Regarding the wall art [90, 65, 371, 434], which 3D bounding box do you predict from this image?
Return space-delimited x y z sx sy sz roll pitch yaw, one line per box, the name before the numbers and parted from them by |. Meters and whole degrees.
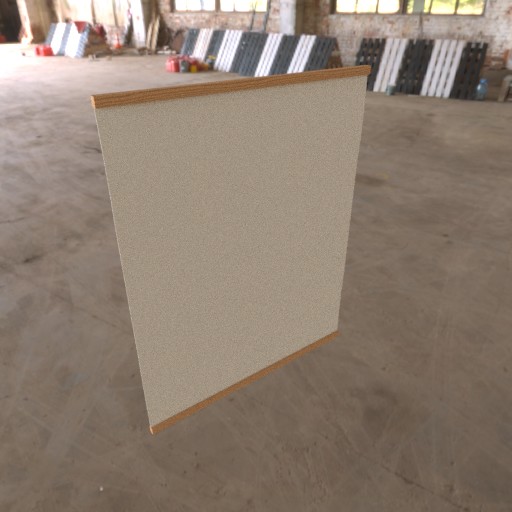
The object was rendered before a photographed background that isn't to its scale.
wall art | 0.000 0.000 0.672 0.404 0.507 0.010 -20 36 -30
